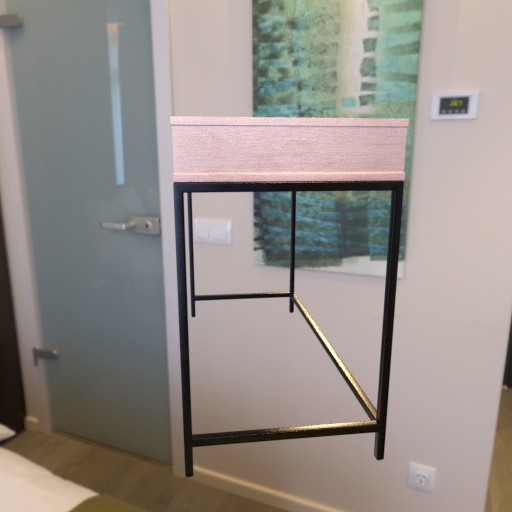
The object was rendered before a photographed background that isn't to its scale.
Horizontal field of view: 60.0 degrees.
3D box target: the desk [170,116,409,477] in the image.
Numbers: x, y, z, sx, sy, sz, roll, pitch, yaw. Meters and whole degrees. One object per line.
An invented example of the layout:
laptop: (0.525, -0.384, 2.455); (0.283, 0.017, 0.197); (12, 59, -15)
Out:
desk: (0.000, 0.000, 1.408); (0.470, 0.762, 1.016); (-2, 13, -7)
